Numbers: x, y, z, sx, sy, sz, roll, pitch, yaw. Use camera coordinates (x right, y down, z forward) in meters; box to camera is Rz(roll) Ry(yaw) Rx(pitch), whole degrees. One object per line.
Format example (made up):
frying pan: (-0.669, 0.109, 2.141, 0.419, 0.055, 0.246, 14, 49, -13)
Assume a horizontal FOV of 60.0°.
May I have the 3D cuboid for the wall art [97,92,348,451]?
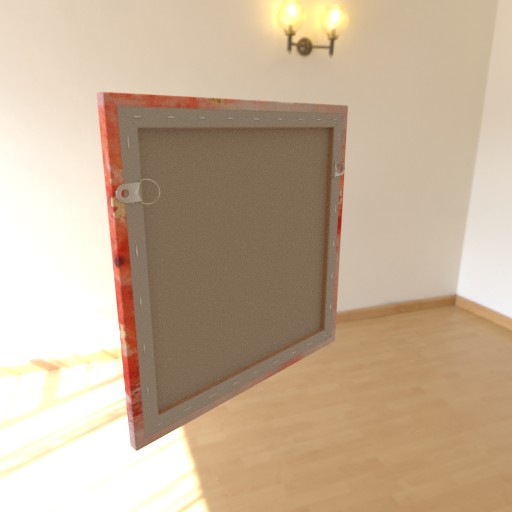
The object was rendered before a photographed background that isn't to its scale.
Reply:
wall art: (0.000, 0.000, 1.322, 0.878, 0.878, 0.066, -16, 23, -43)
